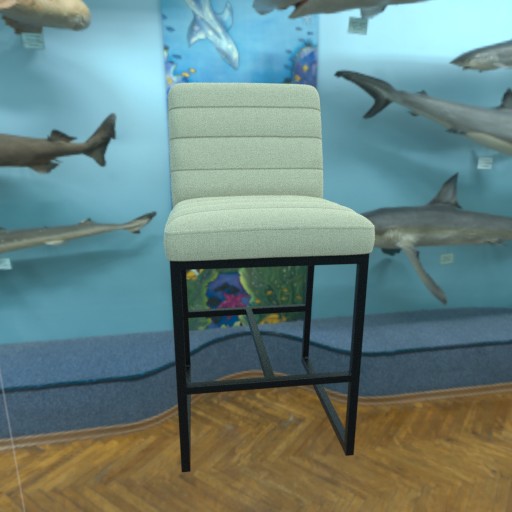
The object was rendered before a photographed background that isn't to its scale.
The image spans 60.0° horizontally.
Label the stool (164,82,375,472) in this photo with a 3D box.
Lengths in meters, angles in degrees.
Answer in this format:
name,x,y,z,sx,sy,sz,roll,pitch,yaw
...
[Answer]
name,x,y,z,sx,sy,sz,roll,pitch,yaw
stool,0.000,0.000,1.226,0.460,0.940,0.560,-2,16,-8
